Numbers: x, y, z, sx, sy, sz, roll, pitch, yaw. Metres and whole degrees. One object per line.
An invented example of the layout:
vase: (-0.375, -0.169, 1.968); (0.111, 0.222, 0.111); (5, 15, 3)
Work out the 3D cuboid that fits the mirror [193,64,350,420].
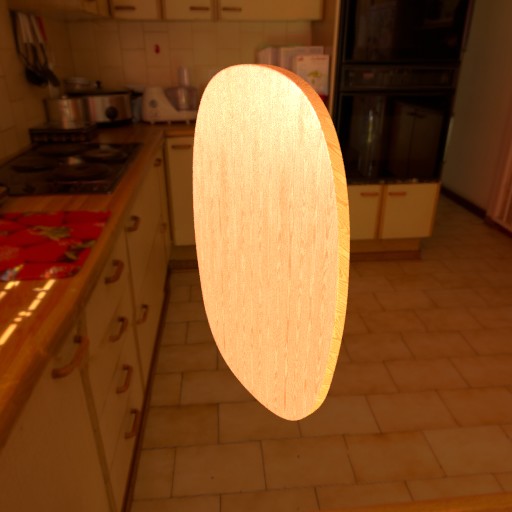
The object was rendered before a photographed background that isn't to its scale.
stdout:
mirror: (0.000, 0.000, 1.353); (0.037, 1.075, 0.724); (-17, 30, -32)
